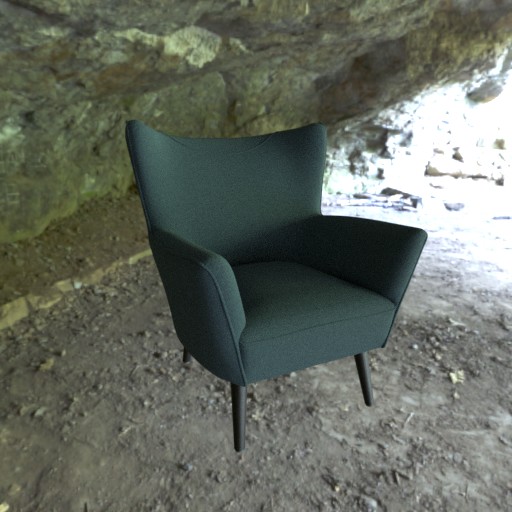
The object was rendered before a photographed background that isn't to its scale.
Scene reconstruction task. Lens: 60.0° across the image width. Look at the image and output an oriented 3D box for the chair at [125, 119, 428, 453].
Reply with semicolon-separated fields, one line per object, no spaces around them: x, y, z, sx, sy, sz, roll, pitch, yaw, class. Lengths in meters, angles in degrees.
0.000;0.000;1.583;0.781;0.933;0.888;-8;17;-26;chair
